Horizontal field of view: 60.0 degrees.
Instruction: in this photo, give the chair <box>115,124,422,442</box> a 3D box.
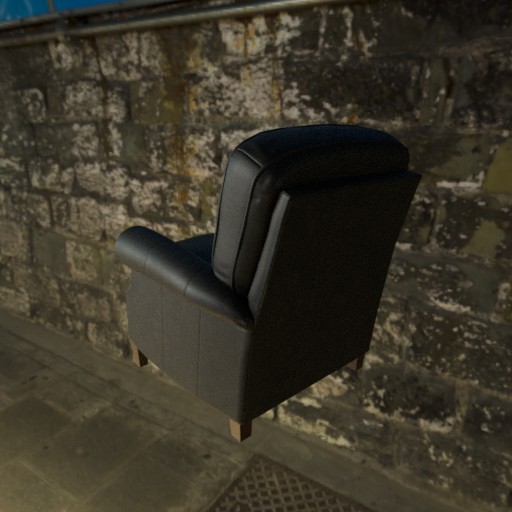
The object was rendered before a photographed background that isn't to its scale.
[{"bbox_3d":[0.000,0.000,1.770,0.936,1.018,0.986,-15,23,-40],"label":"chair"}]
